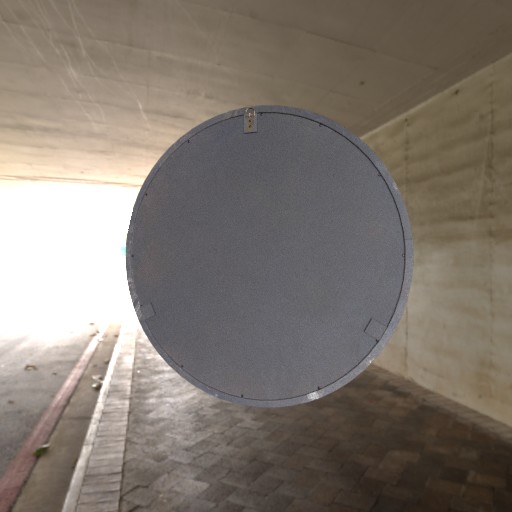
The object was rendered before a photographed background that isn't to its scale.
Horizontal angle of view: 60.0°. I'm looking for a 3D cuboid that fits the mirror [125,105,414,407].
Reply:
[{"bbox_3d":[0.000,0.000,1.061,0.710,0.710,0.038,0,-1,18],"label":"mirror"}]
